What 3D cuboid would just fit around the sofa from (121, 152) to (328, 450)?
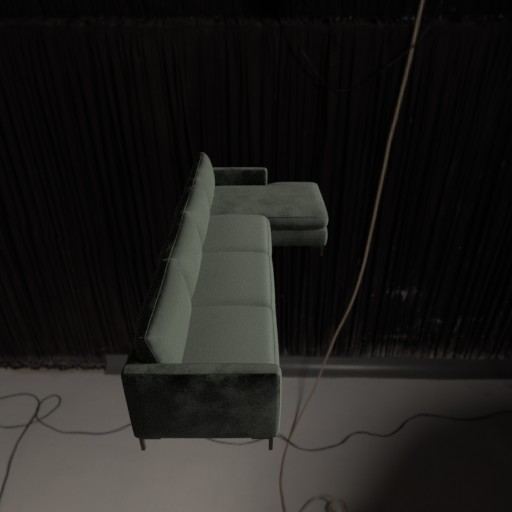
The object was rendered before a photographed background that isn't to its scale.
[{"bbox_3d":[0.000,0.000,3.246,1.255,0.756,2.725,0,31,0],"label":"sofa"}]
